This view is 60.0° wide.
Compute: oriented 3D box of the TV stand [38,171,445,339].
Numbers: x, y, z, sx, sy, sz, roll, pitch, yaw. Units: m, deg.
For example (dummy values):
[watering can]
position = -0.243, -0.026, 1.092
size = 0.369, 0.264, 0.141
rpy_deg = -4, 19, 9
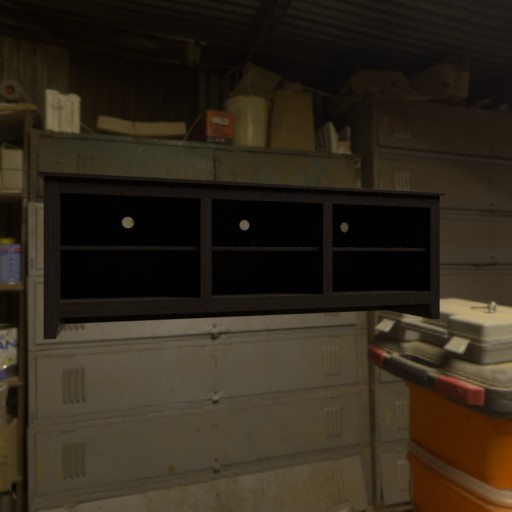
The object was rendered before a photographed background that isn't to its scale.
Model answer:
[TV stand]
position = 0.000, 0.000, 2.059
size = 1.778, 0.610, 0.406
rpy_deg = 0, 0, -18
